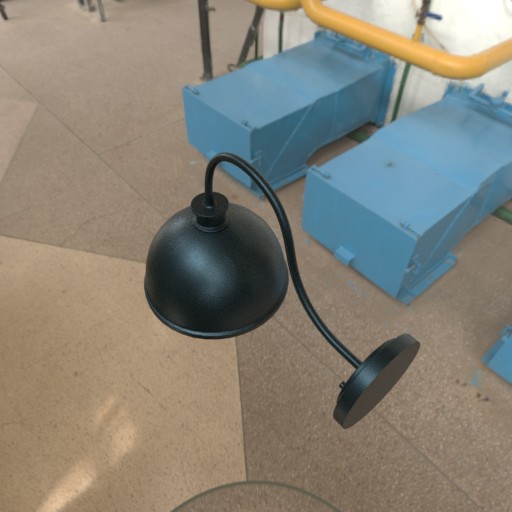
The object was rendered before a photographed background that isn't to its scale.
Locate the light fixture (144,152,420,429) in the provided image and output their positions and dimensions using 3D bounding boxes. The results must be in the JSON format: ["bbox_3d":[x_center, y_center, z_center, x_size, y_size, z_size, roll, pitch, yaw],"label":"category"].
[{"bbox_3d":[0.000,0.000,0.622,0.253,0.295,0.467,-32,55,-26],"label":"light fixture"}]
